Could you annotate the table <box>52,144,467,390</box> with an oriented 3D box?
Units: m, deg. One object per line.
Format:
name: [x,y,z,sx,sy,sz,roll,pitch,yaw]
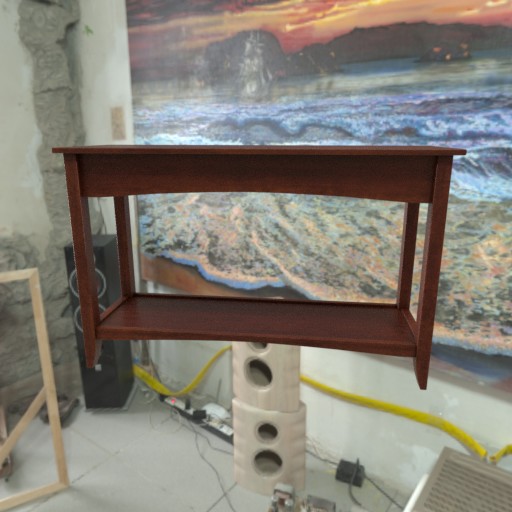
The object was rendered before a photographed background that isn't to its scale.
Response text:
table: [0.000,0.000,1.541,1.188,0.739,0.392,2,15,7]
